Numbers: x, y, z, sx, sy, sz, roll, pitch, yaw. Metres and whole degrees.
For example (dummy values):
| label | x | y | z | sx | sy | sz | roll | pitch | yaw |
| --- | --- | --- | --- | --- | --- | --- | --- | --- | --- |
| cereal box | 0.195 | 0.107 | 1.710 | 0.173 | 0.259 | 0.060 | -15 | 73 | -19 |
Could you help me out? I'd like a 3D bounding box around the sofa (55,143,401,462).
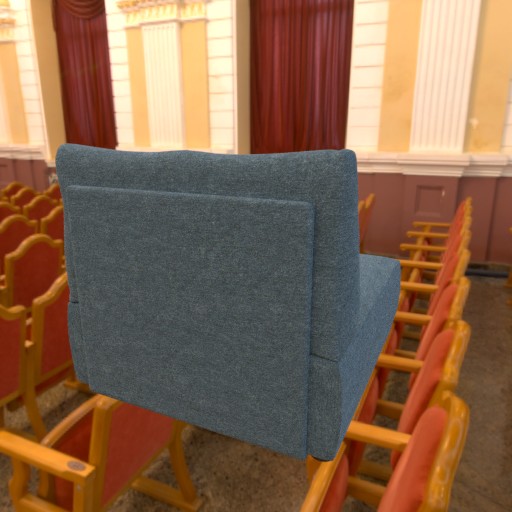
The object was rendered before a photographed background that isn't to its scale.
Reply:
| label | x | y | z | sx | sy | sz | roll | pitch | yaw |
| --- | --- | --- | --- | --- | --- | --- | --- | --- | --- |
| sofa | 0.000 | 0.000 | 1.641 | 0.930 | 0.820 | 1.000 | 8 | 18 | 25 |
